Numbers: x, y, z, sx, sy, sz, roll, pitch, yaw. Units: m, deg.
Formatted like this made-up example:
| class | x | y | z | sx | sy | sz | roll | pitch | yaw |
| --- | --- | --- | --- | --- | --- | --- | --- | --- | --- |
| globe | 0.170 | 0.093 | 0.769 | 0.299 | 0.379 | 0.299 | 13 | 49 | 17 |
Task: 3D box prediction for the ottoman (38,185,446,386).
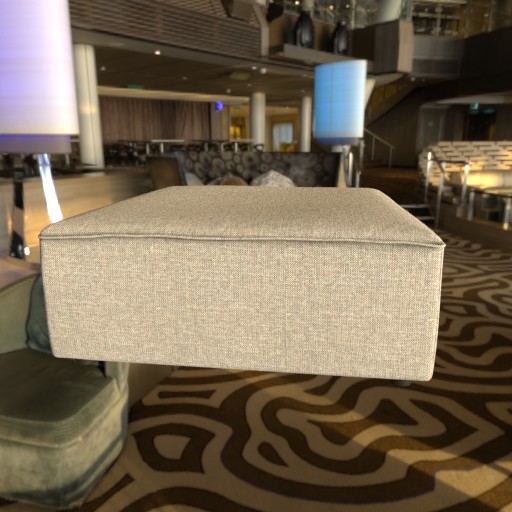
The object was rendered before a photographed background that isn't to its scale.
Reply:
| class | x | y | z | sx | sy | sz | roll | pitch | yaw |
| --- | --- | --- | --- | --- | --- | --- | --- | --- | --- |
| ottoman | 0.000 | 0.000 | 1.573 | 1.017 | 0.423 | 1.023 | 2 | 15 | 8 |
